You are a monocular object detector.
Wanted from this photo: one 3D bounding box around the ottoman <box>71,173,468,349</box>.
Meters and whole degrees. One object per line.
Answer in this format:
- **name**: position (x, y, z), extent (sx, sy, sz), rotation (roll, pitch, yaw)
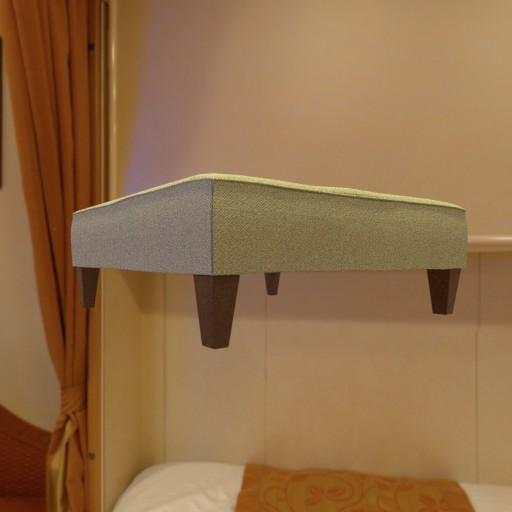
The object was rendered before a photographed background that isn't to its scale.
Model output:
- **ottoman**: position (0.000, 0.000, 1.531), extent (0.968, 0.379, 1.004), rotation (0, 0, -37)
